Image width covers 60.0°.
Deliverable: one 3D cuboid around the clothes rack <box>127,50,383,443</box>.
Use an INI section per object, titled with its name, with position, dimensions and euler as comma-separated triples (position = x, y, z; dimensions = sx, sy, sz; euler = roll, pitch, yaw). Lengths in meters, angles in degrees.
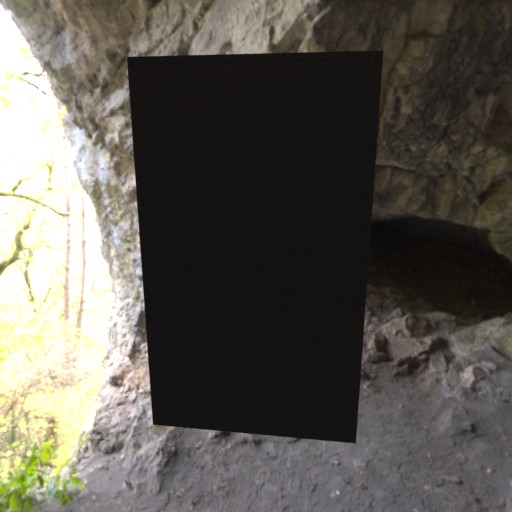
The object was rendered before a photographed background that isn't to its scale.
[clothes rack]
position = 0.000, 0.000, 1.569
dimensions = 0.750, 1.280, 0.250
euler = 2, 15, 8
